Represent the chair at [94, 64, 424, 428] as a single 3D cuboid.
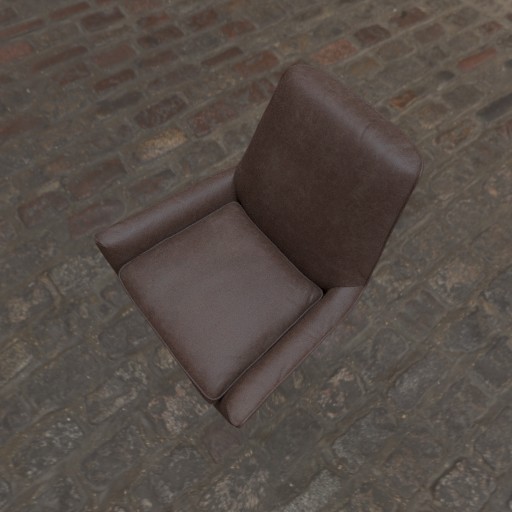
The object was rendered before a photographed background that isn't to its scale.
[{"bbox_3d":[0.000,0.000,1.495,0.824,0.888,0.787,-36,69,-16],"label":"chair"}]
